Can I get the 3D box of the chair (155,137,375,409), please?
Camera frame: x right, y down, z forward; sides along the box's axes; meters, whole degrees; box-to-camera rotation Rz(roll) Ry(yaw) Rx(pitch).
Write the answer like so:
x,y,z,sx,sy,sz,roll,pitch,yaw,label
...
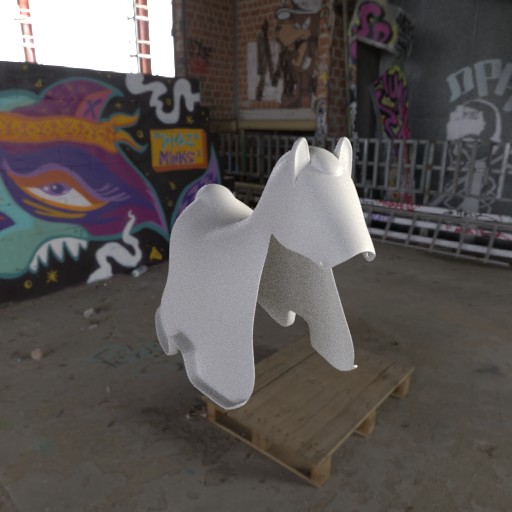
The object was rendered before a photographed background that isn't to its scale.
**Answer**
x,y,z,sx,sy,sz,roll,pitch,yaw,label
0.000,0.000,1.160,0.429,0.612,0.800,-9,19,-28,chair
